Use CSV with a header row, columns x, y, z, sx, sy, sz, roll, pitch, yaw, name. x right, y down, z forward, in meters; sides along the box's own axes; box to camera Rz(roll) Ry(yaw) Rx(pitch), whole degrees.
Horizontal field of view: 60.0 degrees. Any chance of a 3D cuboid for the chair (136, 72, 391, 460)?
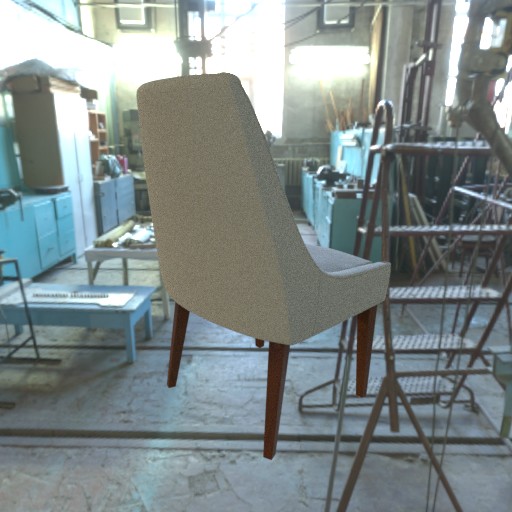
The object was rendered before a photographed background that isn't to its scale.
x,y,z,sx,sy,sz,roll,pitch,yaw,name
0.000,0.000,1.200,0.544,0.861,0.529,-14,21,-42,chair
